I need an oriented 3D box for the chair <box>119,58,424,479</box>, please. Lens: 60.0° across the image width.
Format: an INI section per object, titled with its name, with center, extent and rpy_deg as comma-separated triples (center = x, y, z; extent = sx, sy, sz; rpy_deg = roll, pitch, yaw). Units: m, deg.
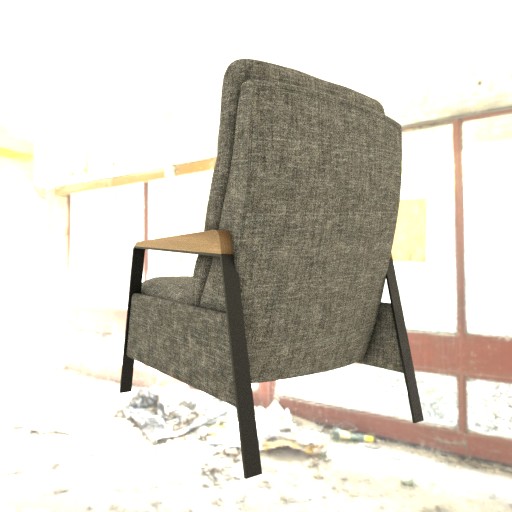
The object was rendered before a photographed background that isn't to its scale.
[chair]
center = 0.000, 0.000, 1.561
extent = 0.671, 1.042, 0.868
rpy_deg = 1, -2, -35
